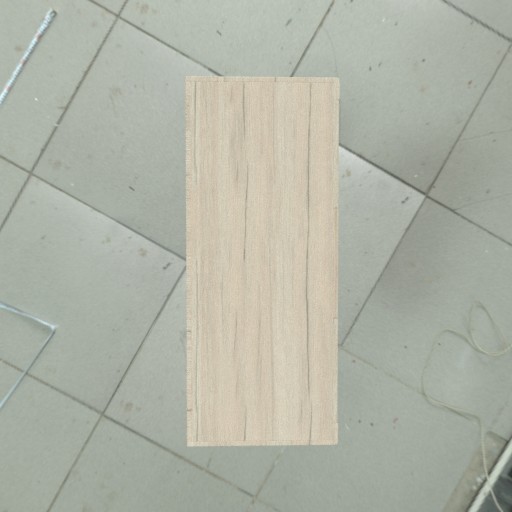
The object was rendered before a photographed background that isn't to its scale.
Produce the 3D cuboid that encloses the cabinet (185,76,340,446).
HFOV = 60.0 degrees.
[{"bbox_3d":[0.000,0.000,2.714,0.580,2.070,1.400,0,92,-1],"label":"cabinet"}]
